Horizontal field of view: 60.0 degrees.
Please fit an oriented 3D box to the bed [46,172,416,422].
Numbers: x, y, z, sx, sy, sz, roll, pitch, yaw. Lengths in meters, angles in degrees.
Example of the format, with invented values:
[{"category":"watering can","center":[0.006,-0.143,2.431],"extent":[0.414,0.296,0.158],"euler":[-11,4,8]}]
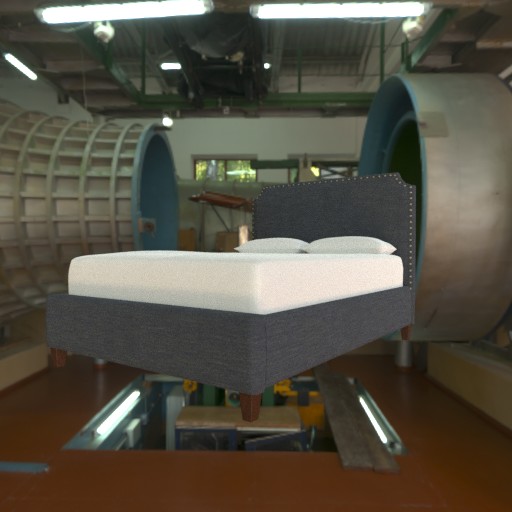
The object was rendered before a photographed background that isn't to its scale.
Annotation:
[{"category":"bed","center":[0.000,0.000,3.357],"extent":[1.713,1.443,2.372],"euler":[1,1,36]}]
